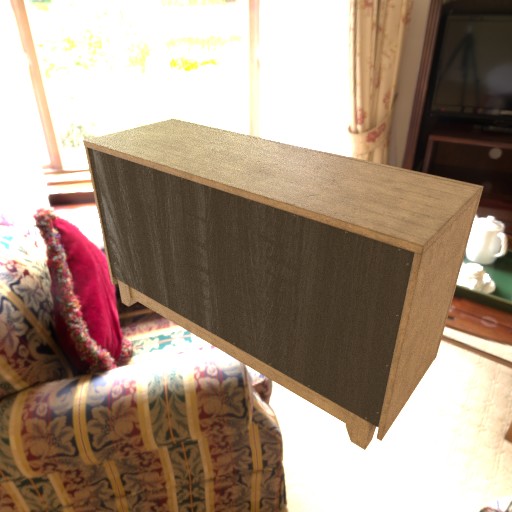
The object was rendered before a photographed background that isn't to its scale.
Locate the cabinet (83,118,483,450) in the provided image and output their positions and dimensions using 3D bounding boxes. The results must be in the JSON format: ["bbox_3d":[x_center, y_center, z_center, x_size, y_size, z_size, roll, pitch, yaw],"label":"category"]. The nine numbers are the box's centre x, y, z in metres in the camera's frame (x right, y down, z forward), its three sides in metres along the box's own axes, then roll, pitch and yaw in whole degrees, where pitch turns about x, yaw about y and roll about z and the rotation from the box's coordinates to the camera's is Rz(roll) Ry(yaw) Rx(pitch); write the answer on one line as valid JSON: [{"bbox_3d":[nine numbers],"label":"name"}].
[{"bbox_3d":[0.000,0.000,1.847,1.460,0.825,0.511,22,37,33],"label":"cabinet"}]
